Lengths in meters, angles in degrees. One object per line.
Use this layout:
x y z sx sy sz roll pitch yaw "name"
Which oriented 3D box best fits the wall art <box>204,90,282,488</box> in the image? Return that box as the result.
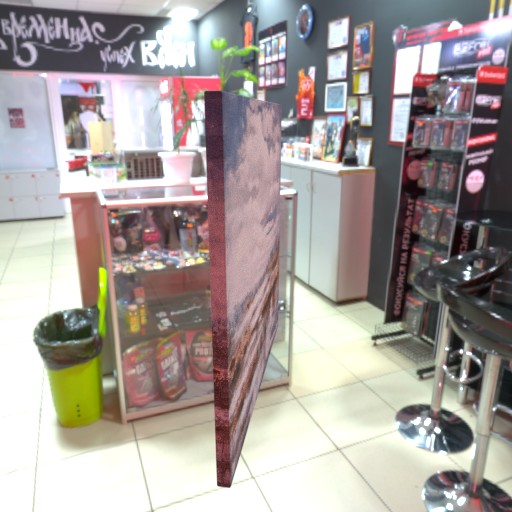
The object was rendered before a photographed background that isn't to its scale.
0.000 0.000 1.536 0.040 1.020 1.010 3 18 10 "wall art"
